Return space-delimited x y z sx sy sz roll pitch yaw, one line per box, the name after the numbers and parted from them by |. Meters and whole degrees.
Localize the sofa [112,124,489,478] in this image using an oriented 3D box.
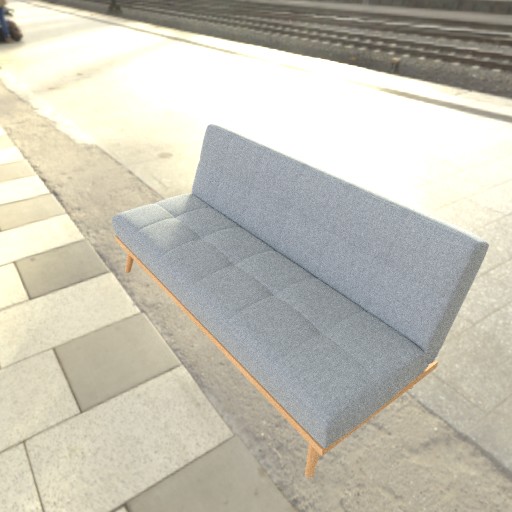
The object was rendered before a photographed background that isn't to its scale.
0.000 0.000 2.199 0.800 0.800 1.820 -22 39 -30 | sofa
